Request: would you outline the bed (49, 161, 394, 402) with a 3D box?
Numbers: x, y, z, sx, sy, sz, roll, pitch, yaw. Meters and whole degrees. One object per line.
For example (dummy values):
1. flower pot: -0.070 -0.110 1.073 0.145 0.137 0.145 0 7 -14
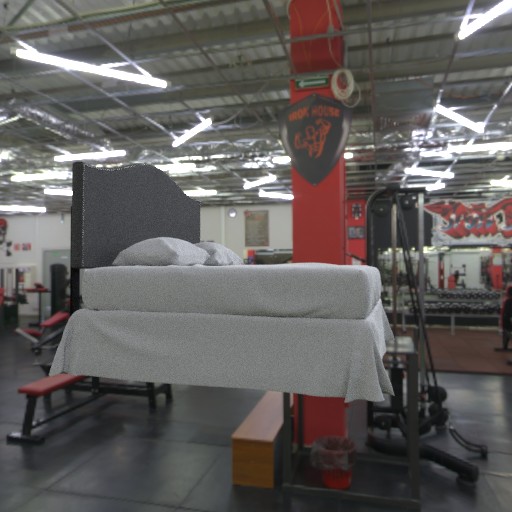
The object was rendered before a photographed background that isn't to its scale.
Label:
1. bed: 0.000 0.000 3.734 2.219 1.651 2.314 0 -1 17
